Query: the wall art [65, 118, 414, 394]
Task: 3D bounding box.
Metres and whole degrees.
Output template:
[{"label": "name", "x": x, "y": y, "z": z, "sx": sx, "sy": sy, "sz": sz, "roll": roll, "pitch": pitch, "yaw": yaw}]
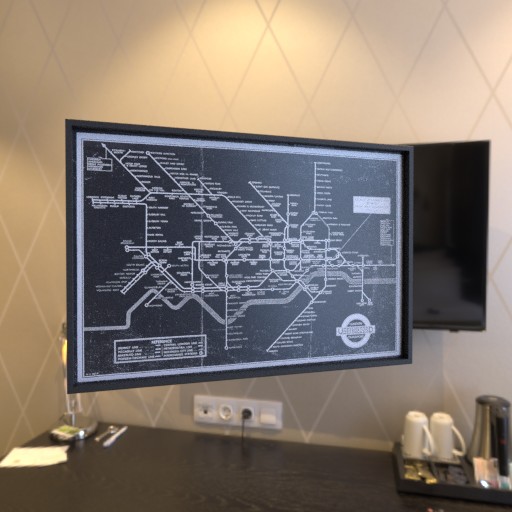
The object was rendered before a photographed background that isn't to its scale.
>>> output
[{"label": "wall art", "x": 0.000, "y": 0.000, "z": 0.853, "sx": 0.671, "sy": 0.456, "sz": 0.051, "roll": 0, "pitch": 1, "yaw": -17}]
